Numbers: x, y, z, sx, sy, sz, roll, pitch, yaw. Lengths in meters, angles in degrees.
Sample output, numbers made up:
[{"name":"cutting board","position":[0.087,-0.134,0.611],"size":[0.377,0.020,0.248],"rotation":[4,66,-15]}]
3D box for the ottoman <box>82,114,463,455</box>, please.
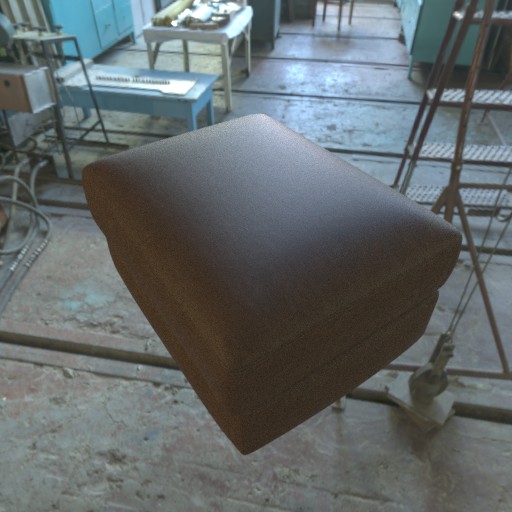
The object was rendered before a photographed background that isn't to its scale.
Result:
[{"name":"ottoman","position":[0.000,0.000,1.171],"size":[0.635,0.508,0.787],"rotation":[-25,47,-25]}]
